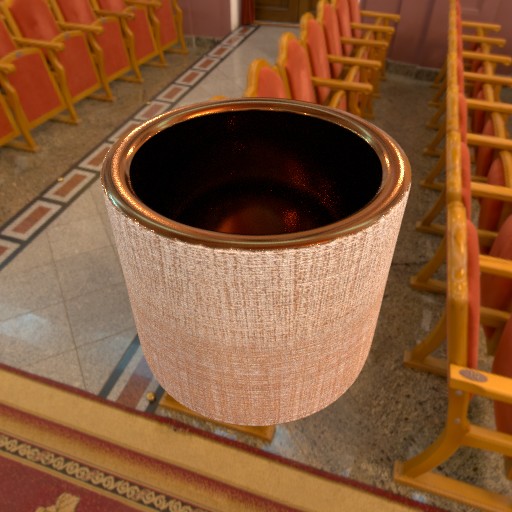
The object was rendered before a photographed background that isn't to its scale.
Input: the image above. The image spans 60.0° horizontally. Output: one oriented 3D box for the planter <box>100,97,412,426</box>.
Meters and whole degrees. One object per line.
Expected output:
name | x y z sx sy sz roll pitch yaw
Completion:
planter | 0.000 0.000 0.306 0.177 0.157 0.177 0 41 0
